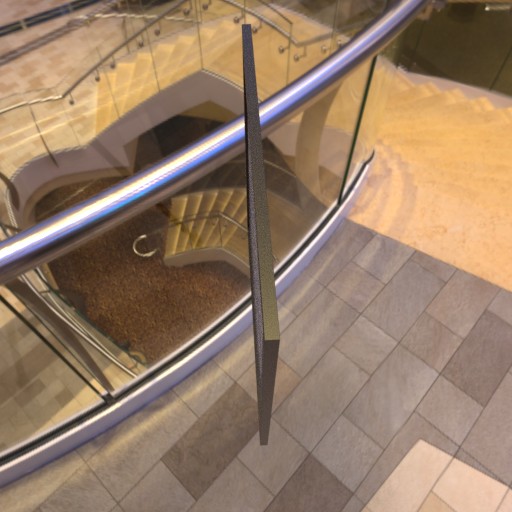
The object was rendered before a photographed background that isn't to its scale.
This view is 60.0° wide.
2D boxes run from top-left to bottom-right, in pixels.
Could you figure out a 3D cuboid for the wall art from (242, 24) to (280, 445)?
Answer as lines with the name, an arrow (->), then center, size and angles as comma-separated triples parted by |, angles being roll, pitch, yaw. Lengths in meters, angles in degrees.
wall art -> 0.000, 0.000, 1.185 | 0.022, 0.807, 0.807 | -3, 57, -2
